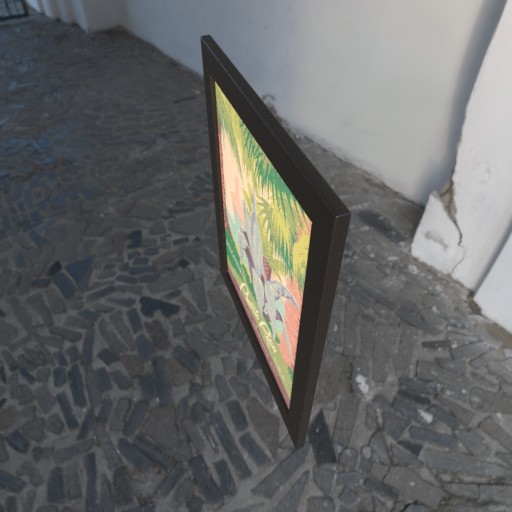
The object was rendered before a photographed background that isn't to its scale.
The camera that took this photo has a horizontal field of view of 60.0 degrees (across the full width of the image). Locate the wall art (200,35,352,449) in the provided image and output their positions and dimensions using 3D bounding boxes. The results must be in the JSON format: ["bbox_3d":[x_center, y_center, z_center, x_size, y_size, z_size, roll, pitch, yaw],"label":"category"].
[{"bbox_3d":[0.000,0.000,0.784,0.018,0.582,0.481,-15,48,-14],"label":"wall art"}]
